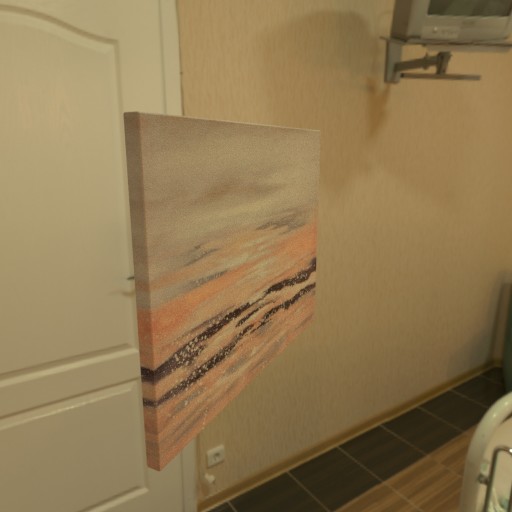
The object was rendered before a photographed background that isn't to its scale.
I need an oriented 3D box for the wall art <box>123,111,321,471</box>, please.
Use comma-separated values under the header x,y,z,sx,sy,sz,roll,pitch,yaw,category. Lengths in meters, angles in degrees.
x,y,z,sx,sy,sz,roll,pitch,yaw,category
0.000,0.000,1.338,0.038,0.763,1.015,7,15,26,wall art
